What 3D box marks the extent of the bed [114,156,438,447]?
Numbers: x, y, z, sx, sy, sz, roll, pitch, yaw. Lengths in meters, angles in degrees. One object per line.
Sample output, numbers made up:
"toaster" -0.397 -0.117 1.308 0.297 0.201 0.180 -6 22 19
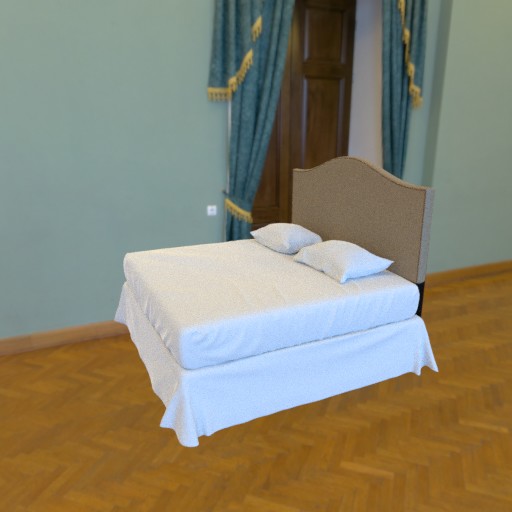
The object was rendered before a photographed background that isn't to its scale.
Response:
"bed" 0.000 0.000 3.870 2.222 1.651 2.311 -7 17 -25
